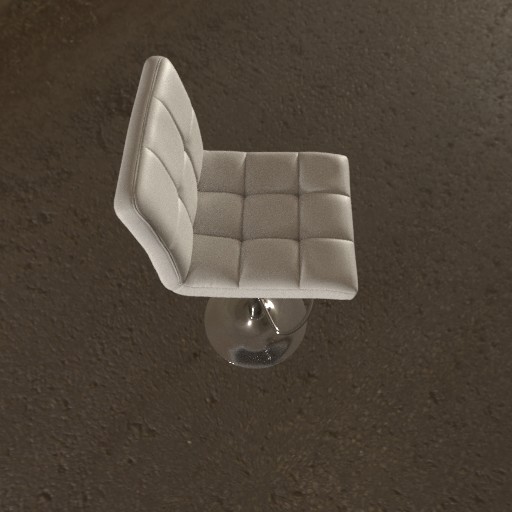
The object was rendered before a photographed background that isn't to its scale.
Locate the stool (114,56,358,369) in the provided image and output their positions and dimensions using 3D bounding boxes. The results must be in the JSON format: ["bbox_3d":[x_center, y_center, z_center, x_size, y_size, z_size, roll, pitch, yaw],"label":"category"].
[{"bbox_3d":[0.000,0.000,1.346,0.505,1.115,0.430,2,63,1],"label":"stool"}]
